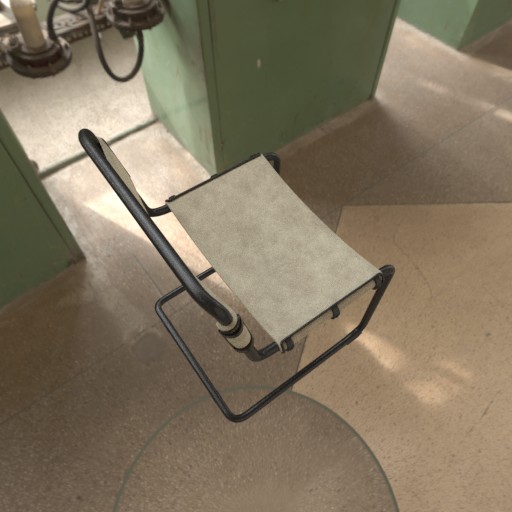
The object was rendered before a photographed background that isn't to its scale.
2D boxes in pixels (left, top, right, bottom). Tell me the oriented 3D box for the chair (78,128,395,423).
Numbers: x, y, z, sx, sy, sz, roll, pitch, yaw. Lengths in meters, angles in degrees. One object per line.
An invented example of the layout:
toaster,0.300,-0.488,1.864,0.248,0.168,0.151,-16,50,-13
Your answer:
chair,0.000,0.000,1.088,0.497,0.747,0.499,-32,63,-18
